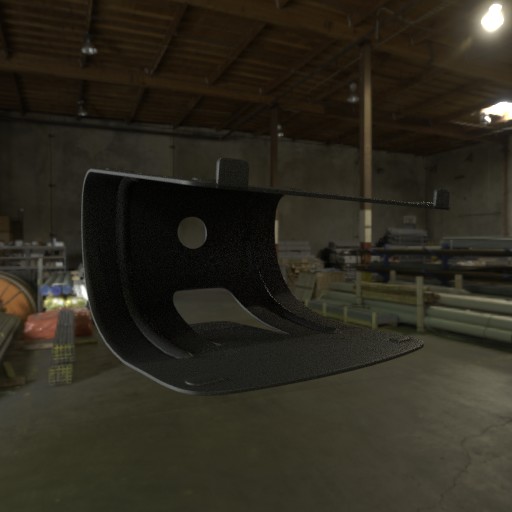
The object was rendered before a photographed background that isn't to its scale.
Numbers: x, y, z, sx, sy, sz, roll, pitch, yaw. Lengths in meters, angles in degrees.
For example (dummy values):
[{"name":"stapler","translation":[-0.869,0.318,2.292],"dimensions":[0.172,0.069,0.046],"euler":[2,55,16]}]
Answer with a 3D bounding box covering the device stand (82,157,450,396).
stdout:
[{"name":"device stand","translation":[0.000,0.000,0.396],"dimensions":[0.256,0.155,0.236],"euler":[-1,1,-37]}]
